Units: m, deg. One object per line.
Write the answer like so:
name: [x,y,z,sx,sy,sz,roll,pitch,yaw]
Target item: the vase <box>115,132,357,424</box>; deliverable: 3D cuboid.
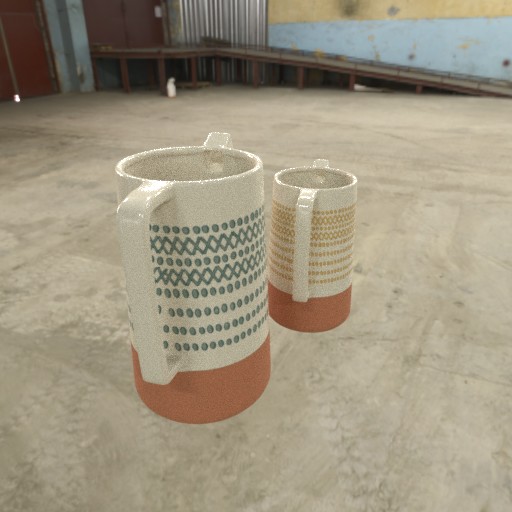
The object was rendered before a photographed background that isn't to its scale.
vase: [0.000,0.000,0.472,0.326,0.247,0.168,-17,31,-31]
